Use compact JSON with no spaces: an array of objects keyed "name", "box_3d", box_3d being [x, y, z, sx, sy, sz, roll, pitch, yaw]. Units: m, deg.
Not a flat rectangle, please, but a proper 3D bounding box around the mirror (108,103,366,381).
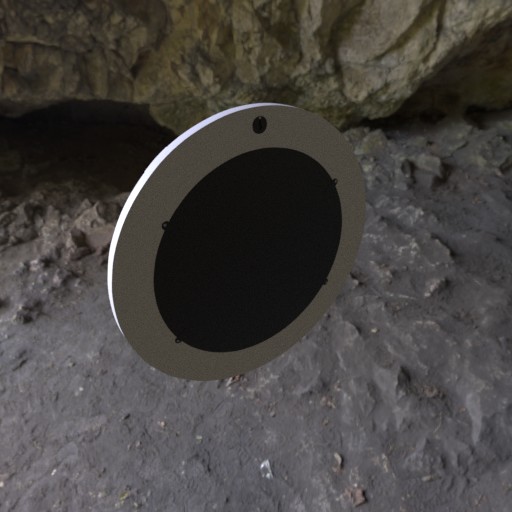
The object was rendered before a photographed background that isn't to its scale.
[{"name":"mirror","box_3d":[0.000,0.000,1.391,0.914,0.914,0.038,-18,34,-28]}]
